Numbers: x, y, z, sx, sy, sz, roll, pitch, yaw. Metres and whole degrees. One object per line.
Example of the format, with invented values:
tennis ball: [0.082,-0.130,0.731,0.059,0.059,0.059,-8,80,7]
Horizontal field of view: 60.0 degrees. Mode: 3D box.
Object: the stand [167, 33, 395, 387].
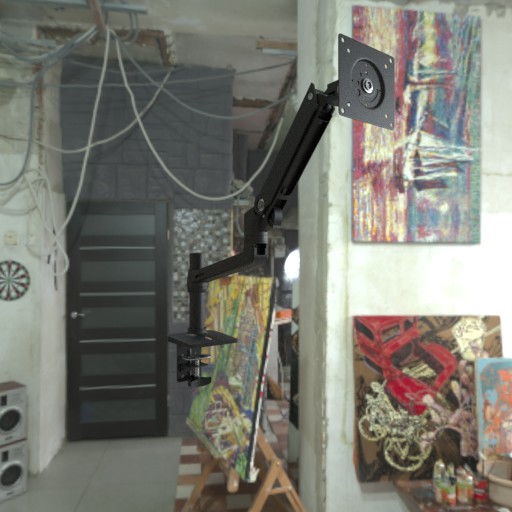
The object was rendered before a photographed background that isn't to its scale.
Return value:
stand: [0.000,0.000,1.015,0.152,0.713,0.650,1,-1,-37]
